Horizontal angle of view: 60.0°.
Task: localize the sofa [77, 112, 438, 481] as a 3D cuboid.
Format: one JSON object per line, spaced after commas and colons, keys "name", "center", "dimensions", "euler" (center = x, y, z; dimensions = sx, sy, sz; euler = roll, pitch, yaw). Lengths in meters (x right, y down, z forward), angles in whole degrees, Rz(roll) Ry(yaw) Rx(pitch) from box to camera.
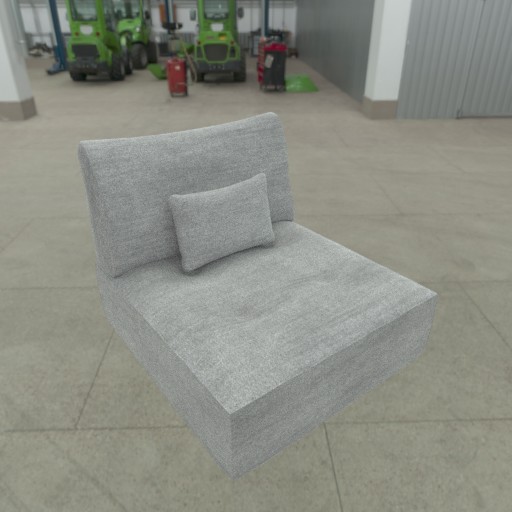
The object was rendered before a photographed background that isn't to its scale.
{"name": "sofa", "center": [0.000, 0.000, 1.681], "dimensions": [0.930, 0.820, 1.000], "euler": [-20, 35, -32]}
